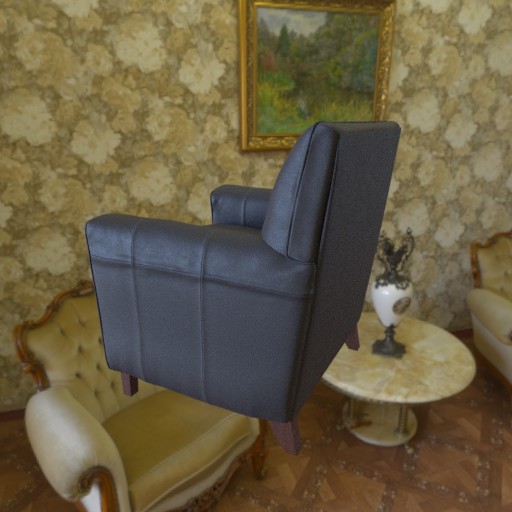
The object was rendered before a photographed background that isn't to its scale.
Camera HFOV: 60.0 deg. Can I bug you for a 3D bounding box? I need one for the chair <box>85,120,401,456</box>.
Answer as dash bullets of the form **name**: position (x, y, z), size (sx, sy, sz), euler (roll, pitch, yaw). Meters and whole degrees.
- **chair**: position (0.000, 0.000, 1.613), size (0.825, 0.943, 0.870), euler (8, 19, 26)
